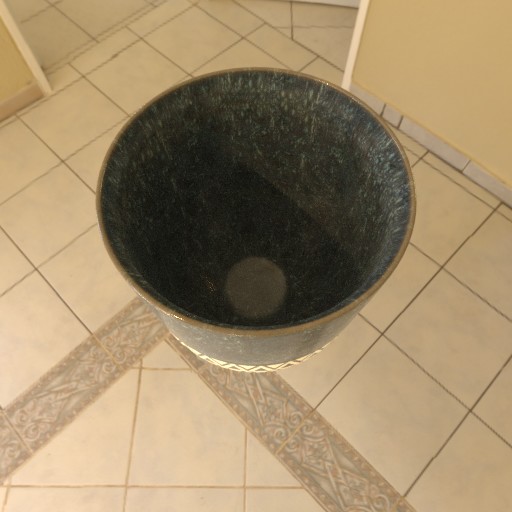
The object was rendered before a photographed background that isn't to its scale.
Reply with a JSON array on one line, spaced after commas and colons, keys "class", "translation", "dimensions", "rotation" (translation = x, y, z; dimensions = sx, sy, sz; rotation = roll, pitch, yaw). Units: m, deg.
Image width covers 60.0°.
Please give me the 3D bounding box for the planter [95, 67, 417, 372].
[{"class": "planter", "translation": [0.000, 0.000, 0.367], "dimensions": [0.195, 0.214, 0.195], "rotation": [0, 64, 0]}]
